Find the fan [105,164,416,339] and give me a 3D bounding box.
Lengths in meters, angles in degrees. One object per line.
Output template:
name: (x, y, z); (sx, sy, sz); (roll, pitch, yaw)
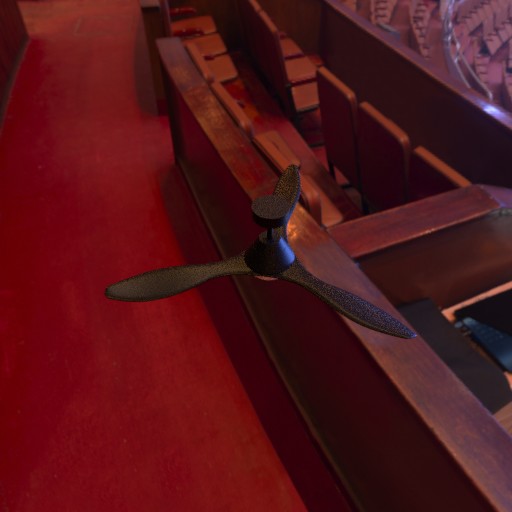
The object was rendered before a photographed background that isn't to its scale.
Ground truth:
fan: (0.000, 0.000, 1.638); (1.067, 0.305, 1.067); (-23, 49, -21)
